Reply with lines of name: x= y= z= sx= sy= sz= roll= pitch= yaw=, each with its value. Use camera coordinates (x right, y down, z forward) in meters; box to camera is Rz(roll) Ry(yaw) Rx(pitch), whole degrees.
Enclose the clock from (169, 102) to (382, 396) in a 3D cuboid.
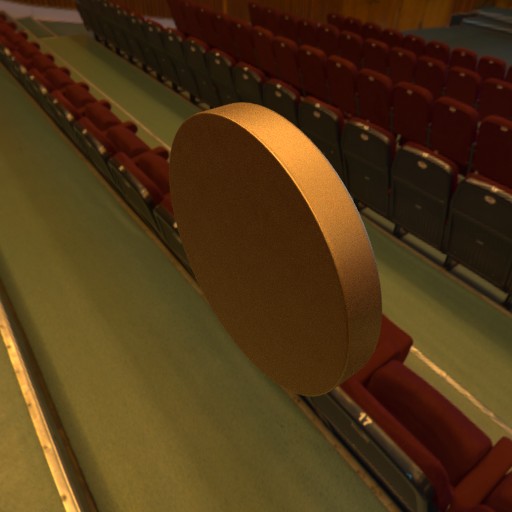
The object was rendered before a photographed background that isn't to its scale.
clock: x=0.000 y=0.000 z=0.479 sx=0.040 sy=0.314 sz=0.314 roll=-26 pitch=47 yaw=-27
